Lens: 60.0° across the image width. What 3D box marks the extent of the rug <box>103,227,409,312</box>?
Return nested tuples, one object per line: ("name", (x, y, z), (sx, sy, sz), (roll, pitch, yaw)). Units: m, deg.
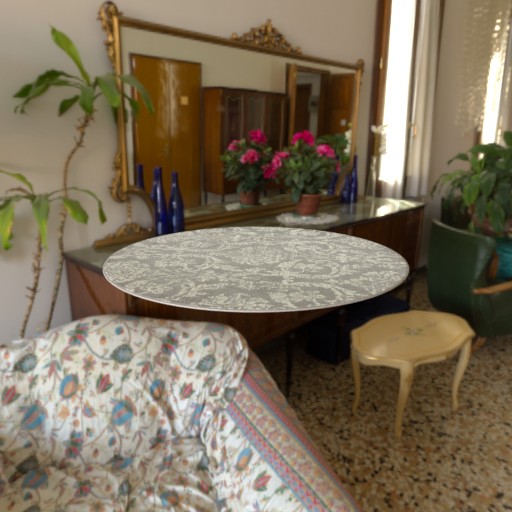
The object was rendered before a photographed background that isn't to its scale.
("rug", (0.000, 0.000, 2.429), (1.593, 0.012, 1.593), (0, 15, 0))
